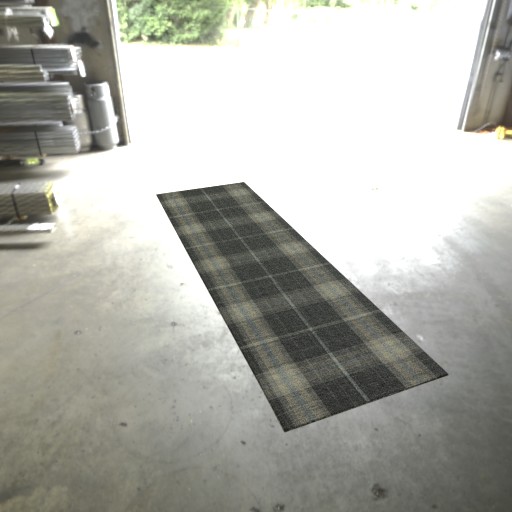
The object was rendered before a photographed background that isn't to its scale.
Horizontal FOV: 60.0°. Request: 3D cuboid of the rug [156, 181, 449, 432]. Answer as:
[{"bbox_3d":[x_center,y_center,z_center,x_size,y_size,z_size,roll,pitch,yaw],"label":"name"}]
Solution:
[{"bbox_3d":[0.000,0.000,2.699,0.760,0.012,2.434,-11,32,-19],"label":"rug"}]
